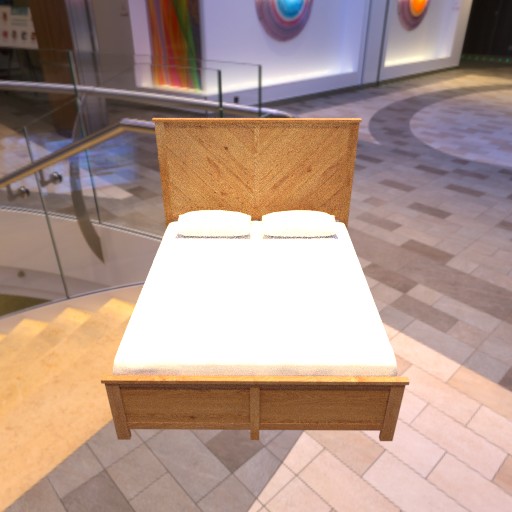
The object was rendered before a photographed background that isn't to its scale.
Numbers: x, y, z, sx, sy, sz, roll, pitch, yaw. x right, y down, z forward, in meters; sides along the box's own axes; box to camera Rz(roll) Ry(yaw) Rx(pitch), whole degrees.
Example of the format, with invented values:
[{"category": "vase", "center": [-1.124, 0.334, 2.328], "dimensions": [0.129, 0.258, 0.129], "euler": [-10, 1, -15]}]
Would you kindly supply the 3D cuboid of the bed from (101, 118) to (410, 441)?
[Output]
[{"category": "bed", "center": [0.000, 0.000, 4.131], "dimensions": [2.225, 1.938, 2.530], "euler": [0, 30, 0]}]
